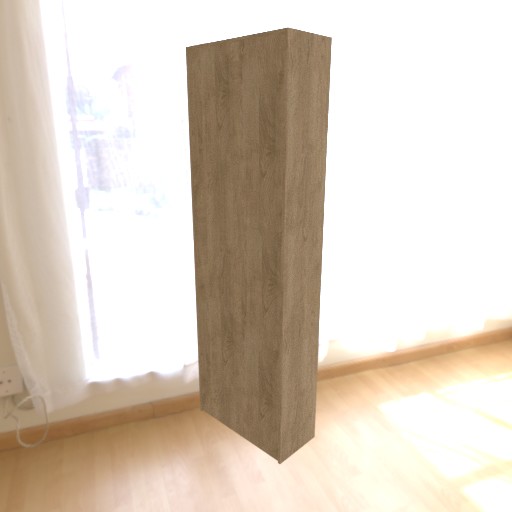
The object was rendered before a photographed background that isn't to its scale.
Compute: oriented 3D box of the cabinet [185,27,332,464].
[{"bbox_3d":[0.000,0.000,1.853,0.520,1.630,0.250,16,22,42],"label":"cabinet"}]
